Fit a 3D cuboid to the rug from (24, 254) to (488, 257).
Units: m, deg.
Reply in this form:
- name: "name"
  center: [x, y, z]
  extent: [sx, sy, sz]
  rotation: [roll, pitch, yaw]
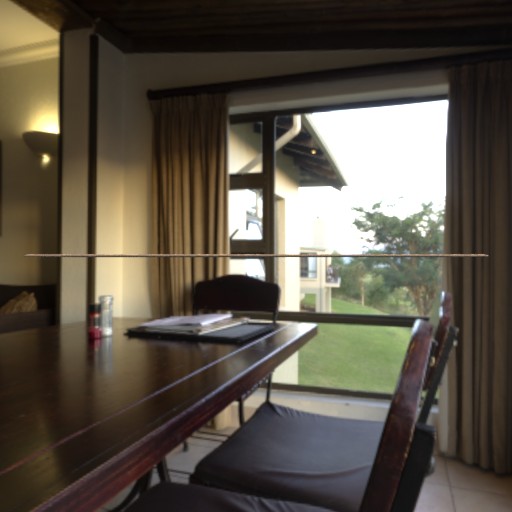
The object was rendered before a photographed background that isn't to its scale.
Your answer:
- name: "rug"
  center: [0.000, 0.000, 2.422]
  extent: [2.196, 0.011, 0.662]
  rotation: [0, 0, 0]
